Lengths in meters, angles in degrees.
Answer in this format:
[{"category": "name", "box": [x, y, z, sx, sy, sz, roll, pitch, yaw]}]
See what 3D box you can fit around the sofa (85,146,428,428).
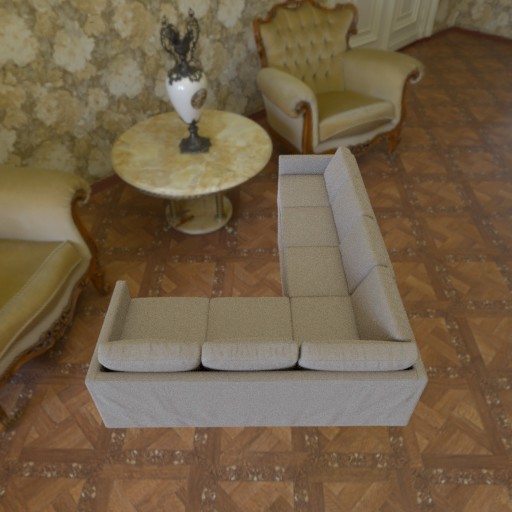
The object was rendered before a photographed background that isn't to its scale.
[{"category": "sofa", "box": [0.000, 0.000, 4.431, 2.432, 0.871, 3.182, 0, 42, 0]}]
